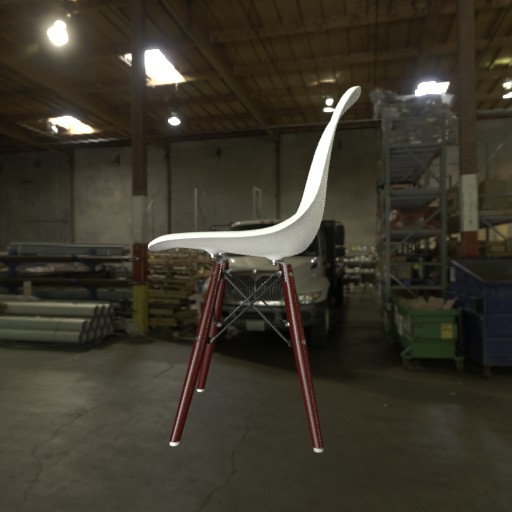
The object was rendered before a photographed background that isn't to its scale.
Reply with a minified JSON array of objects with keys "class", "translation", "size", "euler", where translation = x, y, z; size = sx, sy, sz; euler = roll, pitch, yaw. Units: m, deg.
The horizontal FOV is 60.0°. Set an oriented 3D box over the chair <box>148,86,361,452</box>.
[{"class":"chair","translation":[0.000,0.000,1.157],"size":[0.533,0.826,0.470],"euler":[0,0,1]}]
